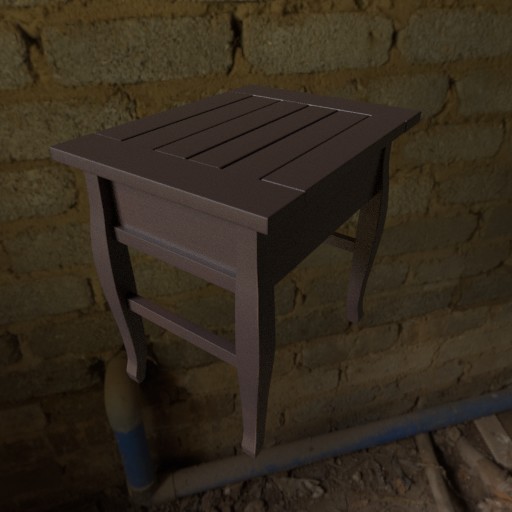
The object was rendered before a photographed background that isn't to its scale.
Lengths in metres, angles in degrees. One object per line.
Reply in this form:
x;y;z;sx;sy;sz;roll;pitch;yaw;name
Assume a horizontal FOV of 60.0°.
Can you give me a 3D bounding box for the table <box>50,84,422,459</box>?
0.000;0.000;1.032;0.460;0.605;0.602;21;39;29;table
